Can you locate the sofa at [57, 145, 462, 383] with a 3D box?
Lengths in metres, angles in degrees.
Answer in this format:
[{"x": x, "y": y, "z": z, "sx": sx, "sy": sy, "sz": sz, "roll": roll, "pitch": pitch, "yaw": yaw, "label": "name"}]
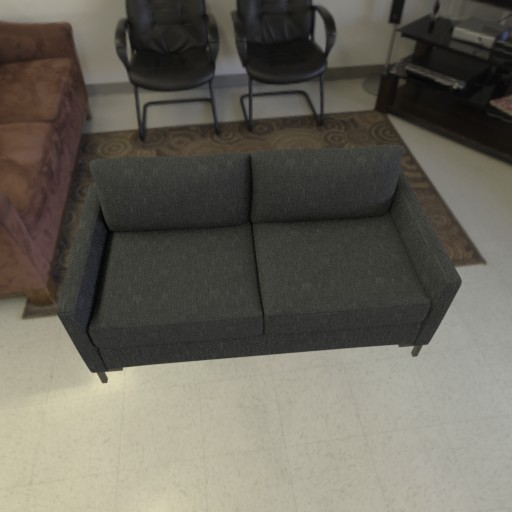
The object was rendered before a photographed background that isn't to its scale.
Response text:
[{"x": 0.000, "y": 0.000, "z": 2.238, "sx": 1.716, "sy": 0.862, "sz": 0.866, "roll": -4, "pitch": 47, "yaw": -4, "label": "sofa"}]
